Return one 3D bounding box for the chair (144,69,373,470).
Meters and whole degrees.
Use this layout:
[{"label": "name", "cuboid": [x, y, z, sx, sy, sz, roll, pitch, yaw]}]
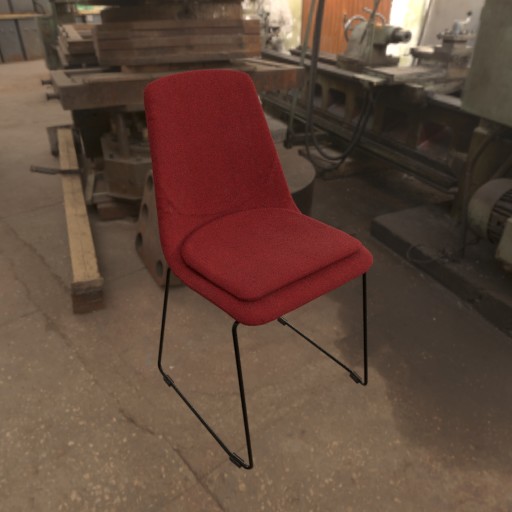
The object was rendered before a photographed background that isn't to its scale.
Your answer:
[{"label": "chair", "cuboid": [0.000, 0.000, 1.168, 0.479, 0.858, 0.518, -22, 37, -32]}]
